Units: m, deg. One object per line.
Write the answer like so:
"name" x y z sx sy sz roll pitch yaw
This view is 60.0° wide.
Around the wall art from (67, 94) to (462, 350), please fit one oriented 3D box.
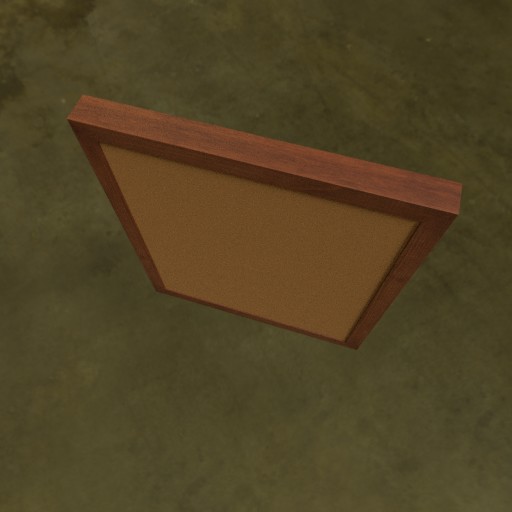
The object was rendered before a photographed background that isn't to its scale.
"wall art" 0.000 0.000 0.533 0.330 0.381 0.030 15 64 8
